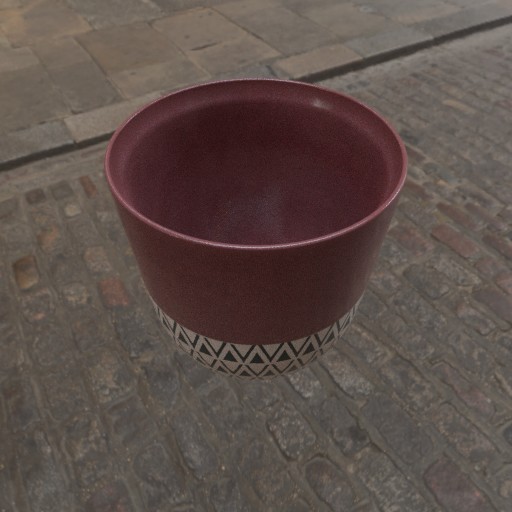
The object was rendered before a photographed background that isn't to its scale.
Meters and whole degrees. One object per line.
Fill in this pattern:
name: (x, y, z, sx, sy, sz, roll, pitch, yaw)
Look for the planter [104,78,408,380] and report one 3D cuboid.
planter: (0.000, 0.000, 0.368, 0.195, 0.214, 0.195, 0, 46, 0)
